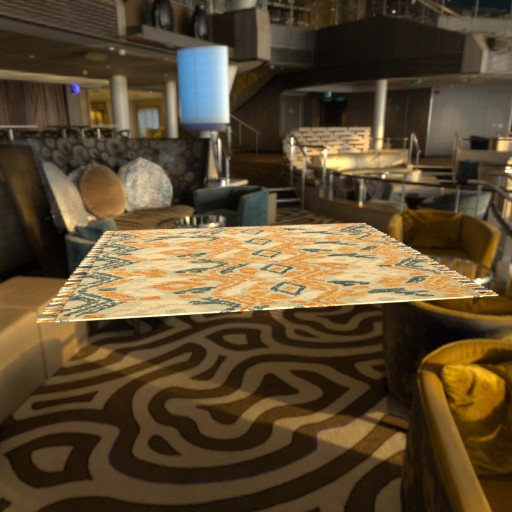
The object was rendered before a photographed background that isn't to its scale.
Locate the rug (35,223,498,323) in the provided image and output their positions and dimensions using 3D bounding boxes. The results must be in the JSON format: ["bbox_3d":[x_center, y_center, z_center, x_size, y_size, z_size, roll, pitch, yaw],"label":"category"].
[{"bbox_3d":[0.000,0.000,4.010,3.048,0.010,2.439,-2,16,-8],"label":"rug"}]
